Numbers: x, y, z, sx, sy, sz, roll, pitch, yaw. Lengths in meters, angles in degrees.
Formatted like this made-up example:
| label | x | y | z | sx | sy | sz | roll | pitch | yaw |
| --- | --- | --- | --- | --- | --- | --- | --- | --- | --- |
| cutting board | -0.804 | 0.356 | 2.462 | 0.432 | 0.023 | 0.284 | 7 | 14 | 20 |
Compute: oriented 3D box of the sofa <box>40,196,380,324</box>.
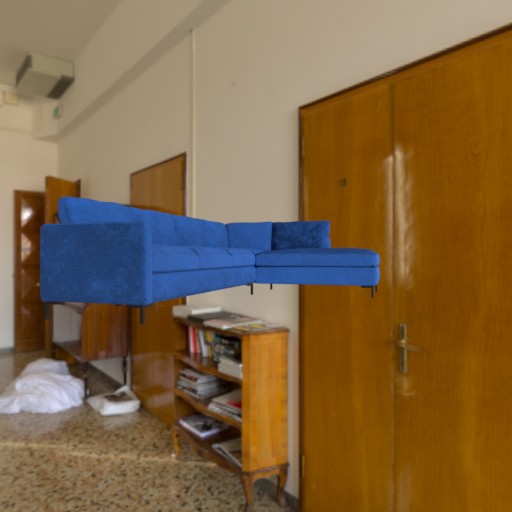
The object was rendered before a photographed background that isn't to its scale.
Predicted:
| label | x | y | z | sx | sy | sz | roll | pitch | yaw |
| --- | --- | --- | --- | --- | --- | --- | --- | --- | --- |
| sofa | 0.000 | 0.000 | 3.314 | 1.707 | 0.687 | 2.486 | 0 | 0 | 18 |
